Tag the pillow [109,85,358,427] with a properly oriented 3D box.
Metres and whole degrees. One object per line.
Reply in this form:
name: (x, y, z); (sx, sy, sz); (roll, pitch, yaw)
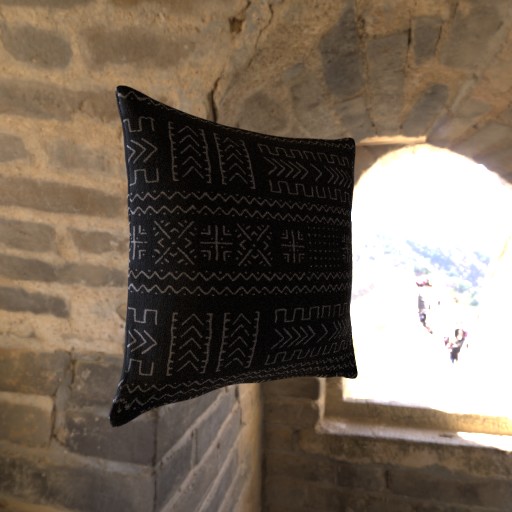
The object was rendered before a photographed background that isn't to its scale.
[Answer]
pillow: (0.000, 0.000, 0.667); (0.438, 0.430, 0.164); (1, -1, -36)
